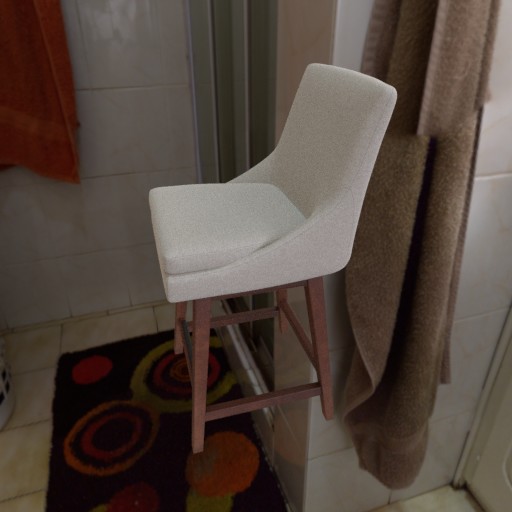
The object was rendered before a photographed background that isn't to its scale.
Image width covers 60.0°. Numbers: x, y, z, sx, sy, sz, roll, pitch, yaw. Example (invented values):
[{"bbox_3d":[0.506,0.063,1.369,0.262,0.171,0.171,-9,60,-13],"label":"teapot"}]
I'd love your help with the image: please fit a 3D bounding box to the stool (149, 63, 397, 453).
[{"bbox_3d":[0.000,0.000,1.301,0.559,0.991,0.469,-8,31,-14],"label":"stool"}]
